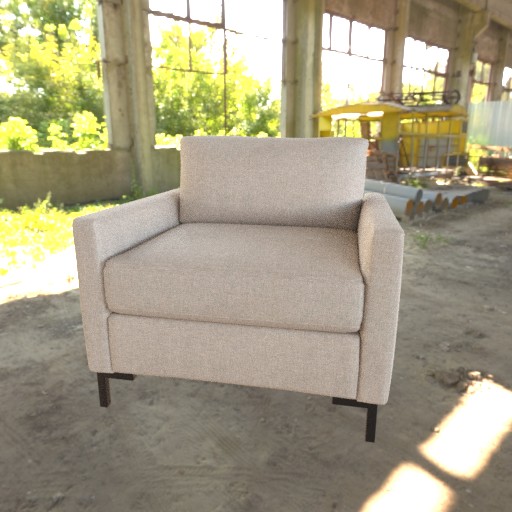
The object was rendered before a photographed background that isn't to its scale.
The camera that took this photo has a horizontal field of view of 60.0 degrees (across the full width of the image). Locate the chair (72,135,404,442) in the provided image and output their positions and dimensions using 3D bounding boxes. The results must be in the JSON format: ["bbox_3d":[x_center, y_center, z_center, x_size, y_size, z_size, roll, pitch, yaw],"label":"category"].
[{"bbox_3d":[0.000,0.000,1.633,0.963,0.861,0.866,3,15,11],"label":"chair"}]
